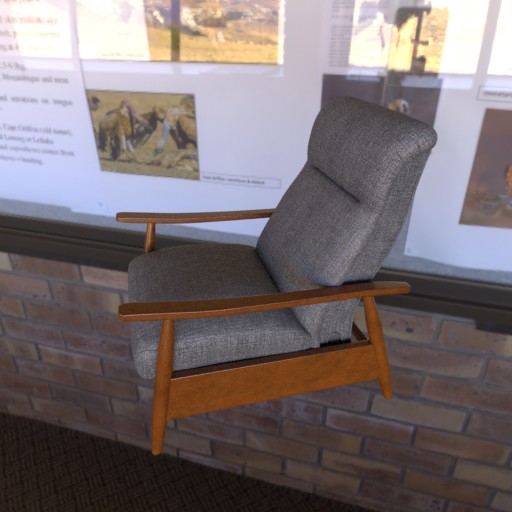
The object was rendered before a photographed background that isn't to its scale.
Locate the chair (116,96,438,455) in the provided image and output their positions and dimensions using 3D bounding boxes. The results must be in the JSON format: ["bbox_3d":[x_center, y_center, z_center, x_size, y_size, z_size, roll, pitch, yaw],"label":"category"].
[{"bbox_3d":[0.000,0.000,1.737,1.030,1.082,0.762,-8,30,-14],"label":"chair"}]
